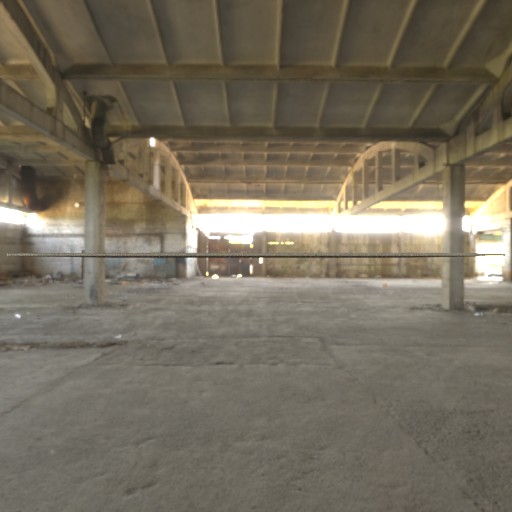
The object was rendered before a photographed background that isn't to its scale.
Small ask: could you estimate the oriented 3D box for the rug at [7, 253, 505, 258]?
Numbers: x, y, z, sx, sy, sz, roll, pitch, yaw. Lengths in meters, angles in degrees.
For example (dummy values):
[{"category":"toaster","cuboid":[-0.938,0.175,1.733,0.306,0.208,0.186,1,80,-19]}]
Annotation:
[{"category":"rug","cuboid":[0.000,0.000,3.348,2.746,0.018,1.819,0,-1,0]}]
